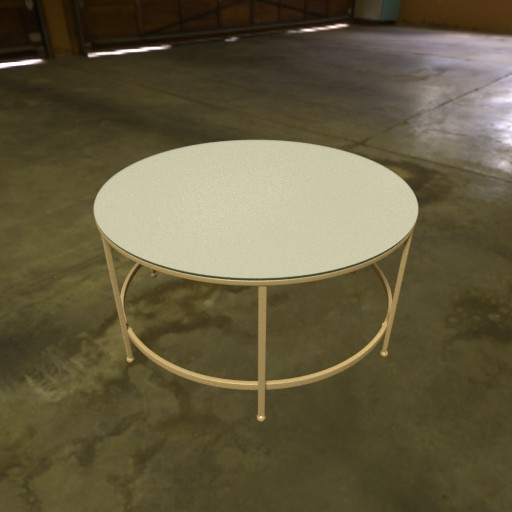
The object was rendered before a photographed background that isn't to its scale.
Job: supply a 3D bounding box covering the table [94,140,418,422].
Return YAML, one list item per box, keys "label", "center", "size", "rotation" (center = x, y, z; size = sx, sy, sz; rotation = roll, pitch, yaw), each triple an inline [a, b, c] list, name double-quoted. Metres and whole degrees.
- label: "table"
  center: [0.000, 0.000, 1.432]
  size: [0.914, 0.470, 0.914]
  rotation: [0, 33, 0]
